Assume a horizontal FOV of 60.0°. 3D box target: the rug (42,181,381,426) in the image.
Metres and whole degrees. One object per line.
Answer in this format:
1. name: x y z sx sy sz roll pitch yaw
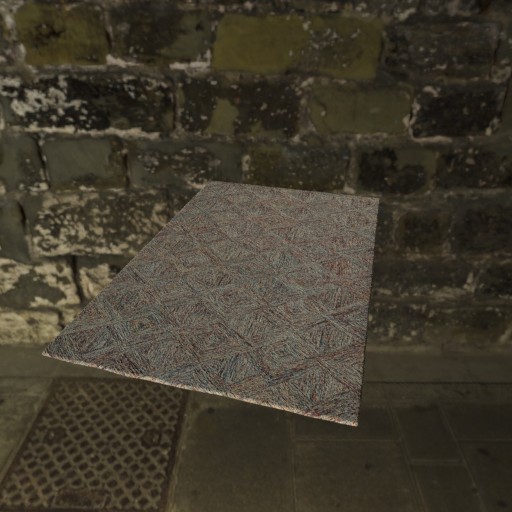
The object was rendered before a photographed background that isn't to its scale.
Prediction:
1. rug: 0.000 0.000 2.195 1.143 0.014 1.761 8 32 13
